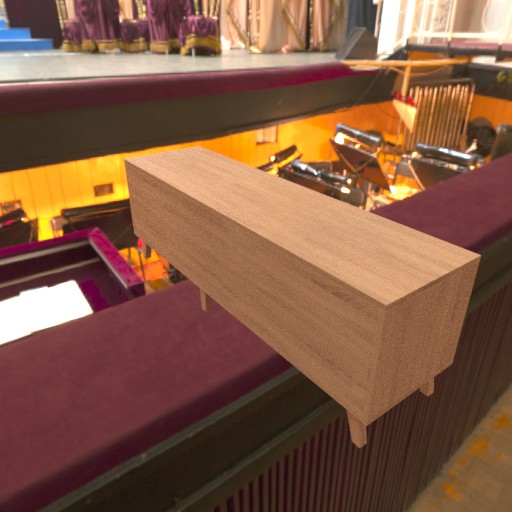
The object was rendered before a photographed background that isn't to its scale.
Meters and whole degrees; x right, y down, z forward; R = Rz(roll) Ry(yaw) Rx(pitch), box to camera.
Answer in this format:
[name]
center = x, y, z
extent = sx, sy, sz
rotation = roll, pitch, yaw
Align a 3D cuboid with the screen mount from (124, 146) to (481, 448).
[screen mount]
center = 0.000, 0.000, 1.744
extent = 0.400, 0.510, 1.500
rotation = -19, 33, -32
